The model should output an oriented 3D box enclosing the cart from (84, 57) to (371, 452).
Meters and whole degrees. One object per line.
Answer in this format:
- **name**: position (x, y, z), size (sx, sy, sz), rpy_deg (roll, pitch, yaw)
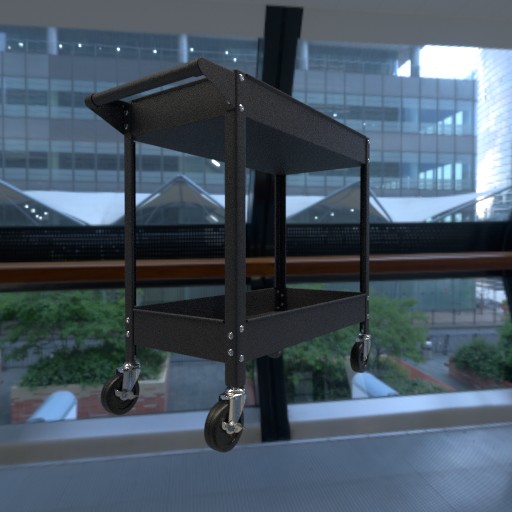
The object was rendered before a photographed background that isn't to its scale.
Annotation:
- **cart**: position (0.000, 0.000, 1.167), size (0.366, 0.719, 0.779), rpy_deg (1, 1, 36)
